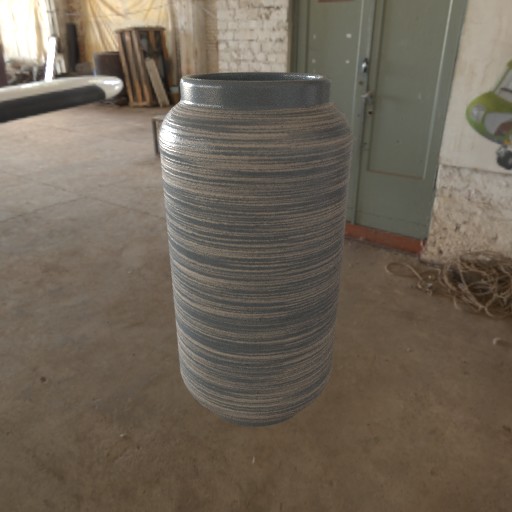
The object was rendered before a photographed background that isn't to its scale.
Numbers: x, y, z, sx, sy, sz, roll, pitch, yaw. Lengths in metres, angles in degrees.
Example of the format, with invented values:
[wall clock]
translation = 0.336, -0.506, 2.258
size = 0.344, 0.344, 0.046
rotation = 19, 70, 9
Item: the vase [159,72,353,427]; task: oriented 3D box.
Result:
[vase]
translation = 0.000, 0.000, 0.305
size = 0.116, 0.230, 0.116
rotation = 0, 26, 0
